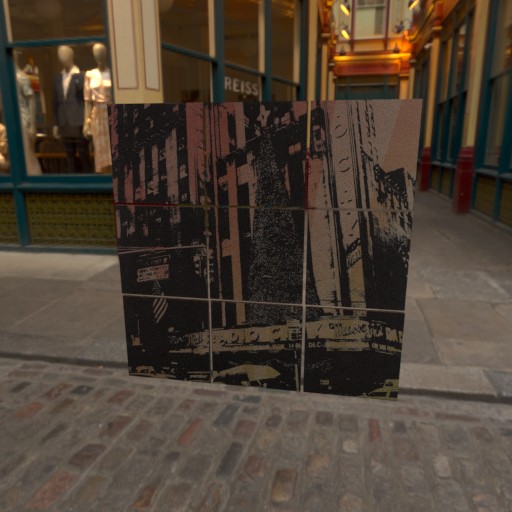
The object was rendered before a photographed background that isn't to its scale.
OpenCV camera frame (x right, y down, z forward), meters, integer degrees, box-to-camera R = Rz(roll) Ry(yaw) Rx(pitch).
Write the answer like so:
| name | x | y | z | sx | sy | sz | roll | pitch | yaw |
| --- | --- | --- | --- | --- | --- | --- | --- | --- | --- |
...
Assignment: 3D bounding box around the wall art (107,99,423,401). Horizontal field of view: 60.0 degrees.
| name | x | y | z | sx | sy | sz | roll | pitch | yaw |
| --- | --- | --- | --- | --- | --- | --- | --- | --- | --- |
| wall art | 0.000 | 0.000 | 2.305 | 1.527 | 1.521 | 0.017 | 3 | 15 | 10 |
